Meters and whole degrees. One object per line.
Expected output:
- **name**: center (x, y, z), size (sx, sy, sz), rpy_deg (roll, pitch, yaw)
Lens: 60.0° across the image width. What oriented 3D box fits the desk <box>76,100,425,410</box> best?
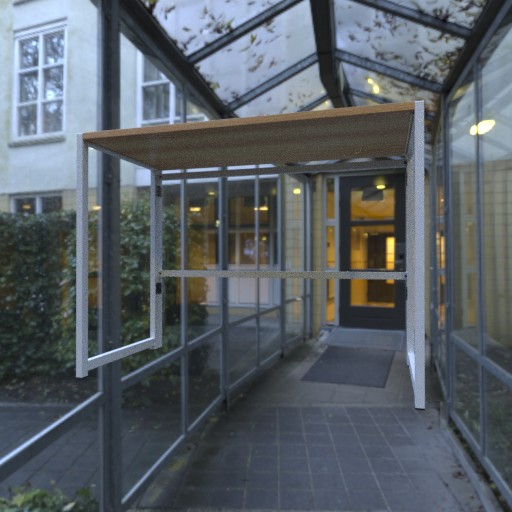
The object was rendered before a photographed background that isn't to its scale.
- **desk**: center (0.000, 0.000, 1.473), size (1.016, 0.762, 0.508), rpy_deg (0, 0, 17)
